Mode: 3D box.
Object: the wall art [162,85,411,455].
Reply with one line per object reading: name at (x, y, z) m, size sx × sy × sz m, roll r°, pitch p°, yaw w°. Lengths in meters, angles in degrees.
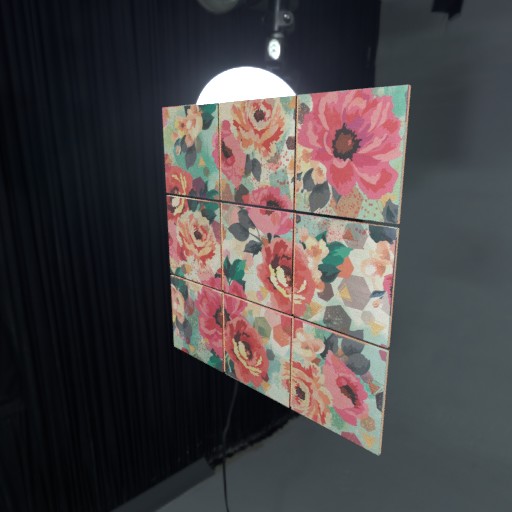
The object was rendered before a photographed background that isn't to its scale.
wall art at (0.000, 0.000, 1.359) m, size 0.911 × 0.910 × 0.012 m, roll 14°, pitch 20°, yaw 43°
